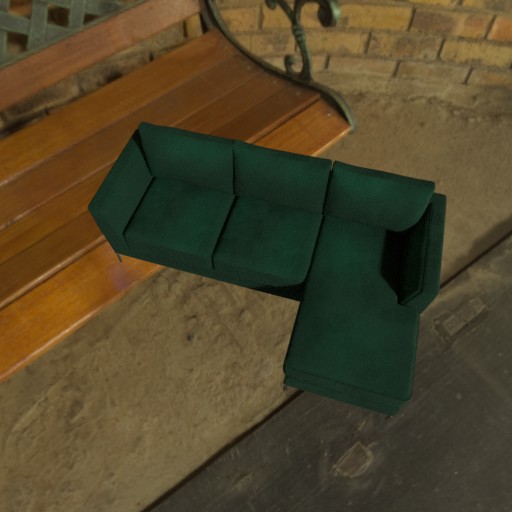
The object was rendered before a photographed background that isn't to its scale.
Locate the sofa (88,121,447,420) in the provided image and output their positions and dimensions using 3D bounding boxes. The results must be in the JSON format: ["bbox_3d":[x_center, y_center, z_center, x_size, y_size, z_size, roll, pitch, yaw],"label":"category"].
[{"bbox_3d":[0.000,0.000,3.195,2.441,1.007,1.489,14,59,9],"label":"sofa"}]
